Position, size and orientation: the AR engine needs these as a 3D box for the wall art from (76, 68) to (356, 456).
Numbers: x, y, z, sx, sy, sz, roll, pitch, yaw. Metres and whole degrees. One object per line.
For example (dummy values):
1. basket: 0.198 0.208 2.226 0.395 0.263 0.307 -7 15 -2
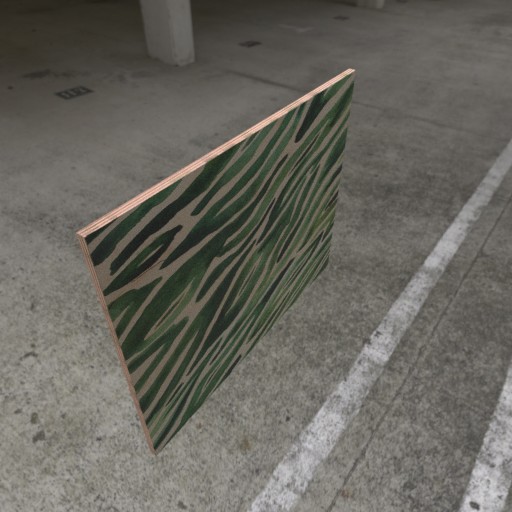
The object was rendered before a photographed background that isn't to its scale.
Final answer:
1. wall art: 0.000 0.000 0.666 0.012 0.408 0.508 26 47 26
